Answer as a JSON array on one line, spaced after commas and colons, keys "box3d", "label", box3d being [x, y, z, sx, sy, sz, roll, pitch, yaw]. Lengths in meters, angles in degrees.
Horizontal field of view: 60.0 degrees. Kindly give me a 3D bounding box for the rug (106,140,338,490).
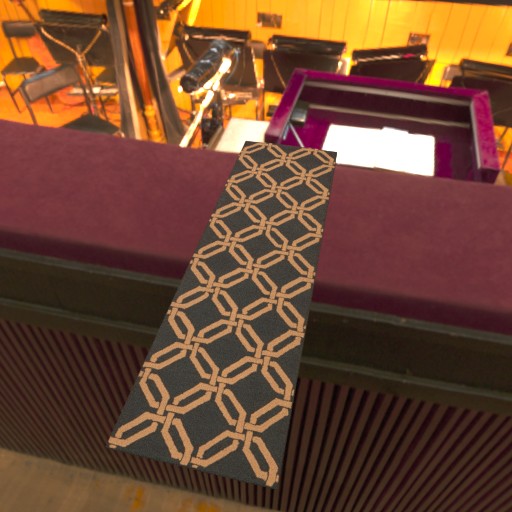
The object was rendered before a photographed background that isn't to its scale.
[{"box3d": [0.000, 0.000, 2.435, 0.678, 0.014, 2.276, 9, 46, 9], "label": "rug"}]
